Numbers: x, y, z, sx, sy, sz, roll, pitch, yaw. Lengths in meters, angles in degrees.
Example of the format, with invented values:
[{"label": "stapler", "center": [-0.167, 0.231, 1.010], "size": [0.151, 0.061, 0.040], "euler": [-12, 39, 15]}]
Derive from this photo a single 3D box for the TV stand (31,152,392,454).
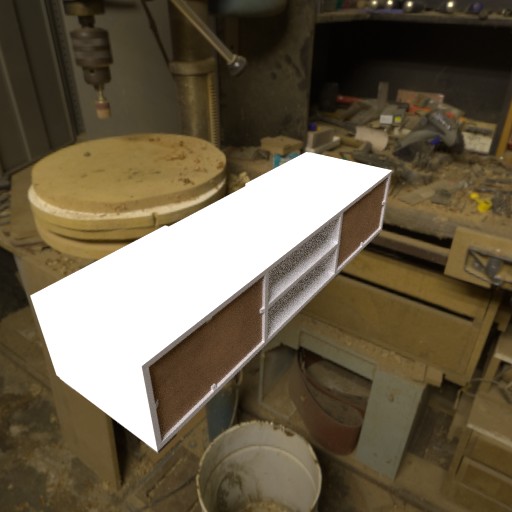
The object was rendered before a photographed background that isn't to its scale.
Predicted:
[{"label": "TV stand", "center": [0.000, 0.000, 1.596], "size": [0.420, 0.310, 1.400], "euler": [21, 37, 30]}]
